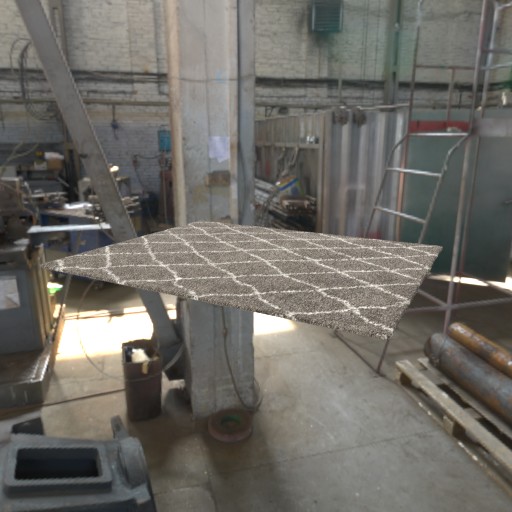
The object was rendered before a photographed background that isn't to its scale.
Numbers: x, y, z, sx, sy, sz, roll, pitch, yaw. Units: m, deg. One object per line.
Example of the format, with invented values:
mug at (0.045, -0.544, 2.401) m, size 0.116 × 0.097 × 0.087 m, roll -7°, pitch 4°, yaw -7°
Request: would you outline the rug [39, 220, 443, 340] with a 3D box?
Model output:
rug at (0.000, 0.000, 4.225) m, size 3.047 × 0.029 × 2.438 m, roll 8°, pitch 17°, yaw 28°
